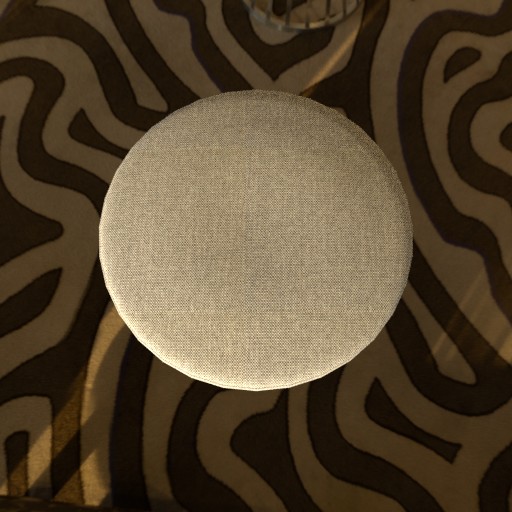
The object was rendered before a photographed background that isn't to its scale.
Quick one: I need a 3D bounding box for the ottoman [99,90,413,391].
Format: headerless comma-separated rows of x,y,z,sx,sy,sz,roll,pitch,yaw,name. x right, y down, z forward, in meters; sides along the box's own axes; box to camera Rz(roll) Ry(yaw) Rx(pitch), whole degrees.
0.000,0.000,0.880,0.500,0.419,0.500,0,75,0,ottoman
